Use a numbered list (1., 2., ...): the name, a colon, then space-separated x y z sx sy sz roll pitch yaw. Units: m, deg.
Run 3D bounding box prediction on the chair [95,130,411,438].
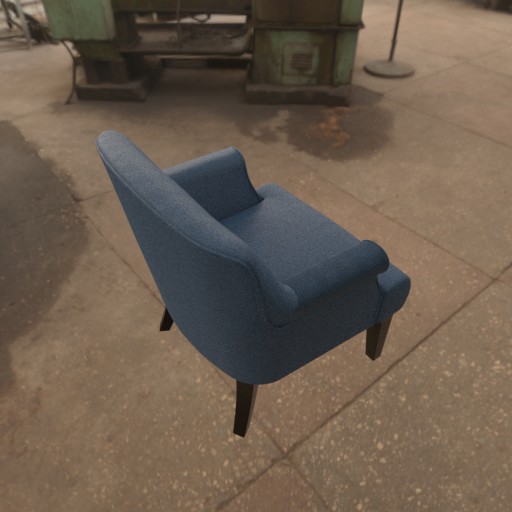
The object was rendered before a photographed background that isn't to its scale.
1. chair: 0.000 0.000 1.450 0.754 0.878 0.770 -26 47 -26
